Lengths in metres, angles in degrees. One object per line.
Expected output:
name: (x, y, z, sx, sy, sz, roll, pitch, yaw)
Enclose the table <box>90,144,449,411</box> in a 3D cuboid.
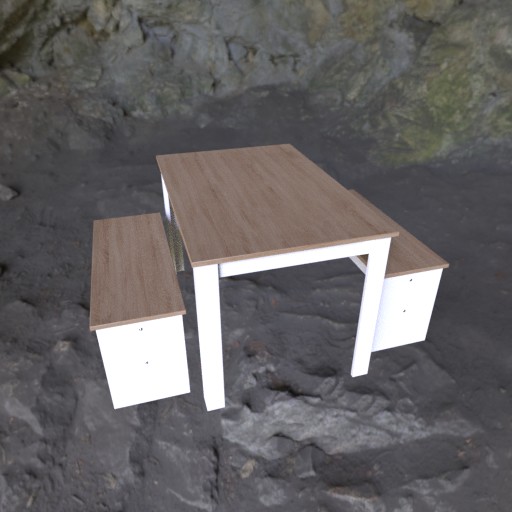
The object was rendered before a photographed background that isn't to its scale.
table: (0.000, 0.000, 2.089, 1.443, 0.700, 1.100, -9, 32, -14)
